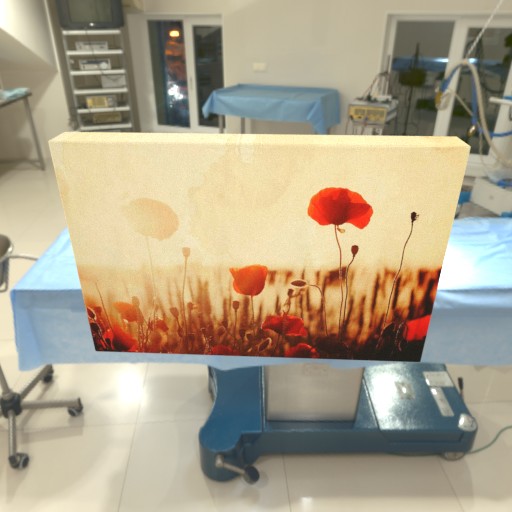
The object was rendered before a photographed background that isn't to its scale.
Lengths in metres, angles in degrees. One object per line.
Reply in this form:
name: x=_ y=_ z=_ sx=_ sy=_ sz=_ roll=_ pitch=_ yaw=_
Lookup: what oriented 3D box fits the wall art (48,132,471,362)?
wall art: x=0.000 y=0.000 z=0.476 sx=0.383 sy=0.251 sz=0.037 roll=1 pitch=29 yaw=2
